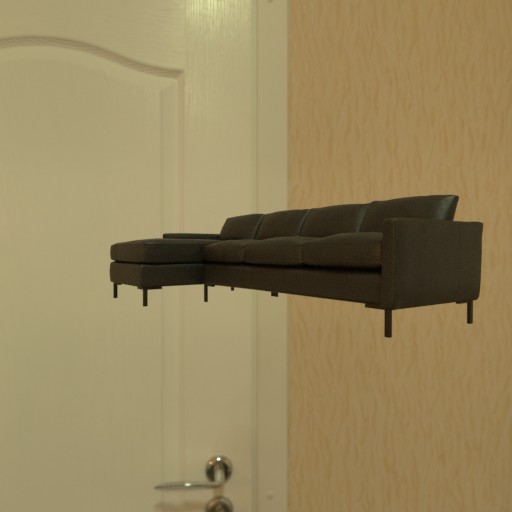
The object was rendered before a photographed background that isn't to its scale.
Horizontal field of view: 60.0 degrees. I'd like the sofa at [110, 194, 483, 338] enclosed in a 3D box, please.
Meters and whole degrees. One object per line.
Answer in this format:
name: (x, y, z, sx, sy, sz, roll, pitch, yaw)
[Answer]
sofa: (0.000, 0.000, 3.626, 1.471, 0.859, 2.993, -1, 1, -36)
